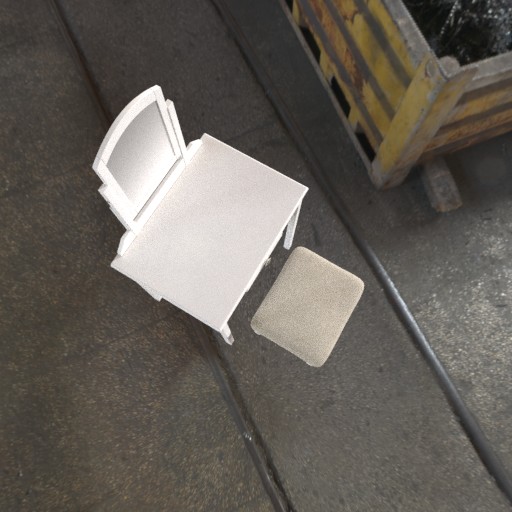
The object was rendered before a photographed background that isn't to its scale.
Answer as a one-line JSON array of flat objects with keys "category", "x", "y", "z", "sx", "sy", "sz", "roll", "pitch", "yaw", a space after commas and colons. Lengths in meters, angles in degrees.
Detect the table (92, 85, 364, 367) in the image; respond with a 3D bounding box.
[{"category": "table", "x": 0.000, "y": 0.000, "z": 2.316, "sx": 1.211, "sy": 1.631, "sz": 0.876, "roll": 30, "pitch": 75, "yaw": 9}]
